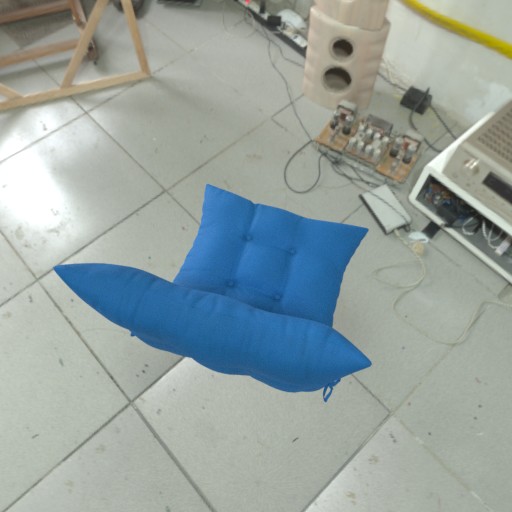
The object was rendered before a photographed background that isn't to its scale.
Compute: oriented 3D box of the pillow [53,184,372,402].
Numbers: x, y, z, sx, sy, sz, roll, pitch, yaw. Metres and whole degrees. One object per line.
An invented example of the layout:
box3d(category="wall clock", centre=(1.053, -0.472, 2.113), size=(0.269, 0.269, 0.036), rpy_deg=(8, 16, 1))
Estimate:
box3d(category="pillow", centre=(0.000, 0.000, 0.996), size=(0.541, 0.536, 0.585), rpy_deg=(16, 64, 8))
